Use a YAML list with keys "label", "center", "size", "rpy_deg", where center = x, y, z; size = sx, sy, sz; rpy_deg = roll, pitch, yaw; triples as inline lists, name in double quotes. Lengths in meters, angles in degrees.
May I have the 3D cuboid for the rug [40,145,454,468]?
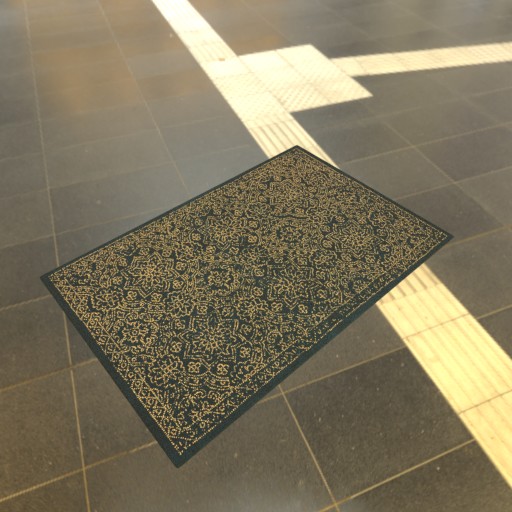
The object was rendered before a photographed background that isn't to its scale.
- label: "rug"
  center: [0.000, 0.000, 2.327]
  size: [1.829, 0.010, 1.219]
  rpy_deg: [-32, 54, -27]
